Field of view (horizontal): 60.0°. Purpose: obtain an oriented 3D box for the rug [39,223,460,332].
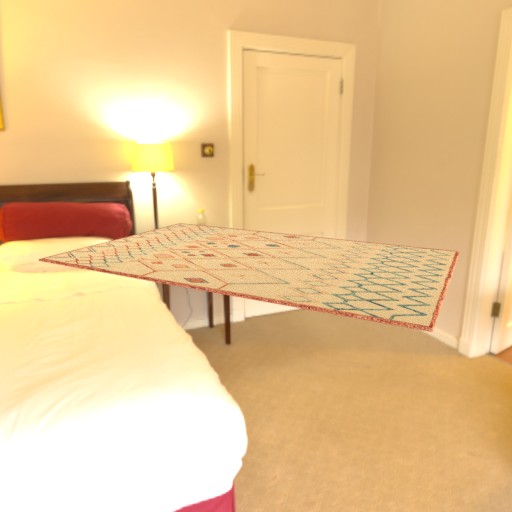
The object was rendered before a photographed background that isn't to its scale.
[{"bbox_3d":[0.000,0.000,3.018,2.438,0.015,1.524,7,16,27],"label":"rug"}]
